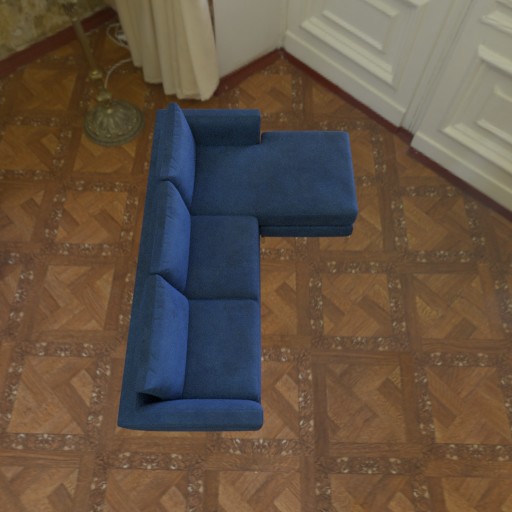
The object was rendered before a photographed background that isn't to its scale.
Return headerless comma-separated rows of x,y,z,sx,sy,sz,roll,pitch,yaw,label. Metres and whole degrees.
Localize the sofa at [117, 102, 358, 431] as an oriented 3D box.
0.000,0.000,3.312,1.622,0.987,2.438,0,64,0,sofa
